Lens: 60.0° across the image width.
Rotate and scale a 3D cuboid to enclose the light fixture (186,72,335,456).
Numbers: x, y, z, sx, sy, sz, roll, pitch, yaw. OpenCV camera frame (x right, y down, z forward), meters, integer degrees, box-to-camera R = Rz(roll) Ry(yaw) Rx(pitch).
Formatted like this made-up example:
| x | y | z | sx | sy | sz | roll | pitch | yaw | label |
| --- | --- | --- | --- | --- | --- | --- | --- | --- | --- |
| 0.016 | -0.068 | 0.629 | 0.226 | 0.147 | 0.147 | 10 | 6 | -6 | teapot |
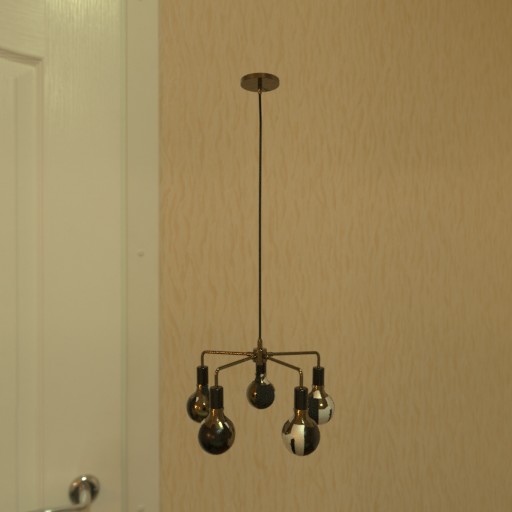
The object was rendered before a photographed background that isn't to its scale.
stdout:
| x | y | z | sx | sy | sz | roll | pitch | yaw | label |
| --- | --- | --- | --- | --- | --- | --- | --- | --- | --- |
| 0.000 | 0.000 | 1.237 | 0.438 | 0.988 | 0.421 | 0 | 0 | 38 | light fixture |
